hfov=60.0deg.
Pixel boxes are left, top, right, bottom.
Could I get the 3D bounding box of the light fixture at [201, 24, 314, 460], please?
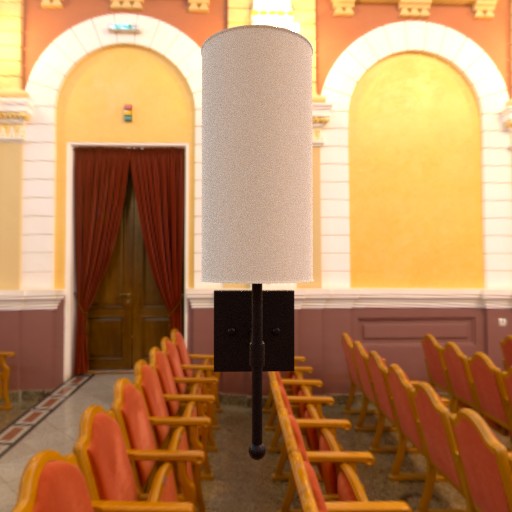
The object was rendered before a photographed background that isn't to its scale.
[{"bbox_3d":[0.000,0.000,0.545,0.128,0.462,0.208,0,-1,-2],"label":"light fixture"}]
